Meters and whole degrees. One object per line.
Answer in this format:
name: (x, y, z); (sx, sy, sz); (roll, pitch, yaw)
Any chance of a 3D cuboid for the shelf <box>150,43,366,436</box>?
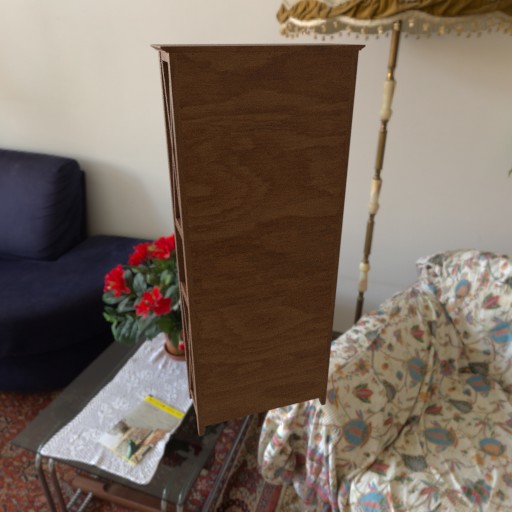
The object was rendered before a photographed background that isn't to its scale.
shelf: (0.000, 0.000, 2.212); (0.805, 1.905, 0.335); (-8, 28, -16)
